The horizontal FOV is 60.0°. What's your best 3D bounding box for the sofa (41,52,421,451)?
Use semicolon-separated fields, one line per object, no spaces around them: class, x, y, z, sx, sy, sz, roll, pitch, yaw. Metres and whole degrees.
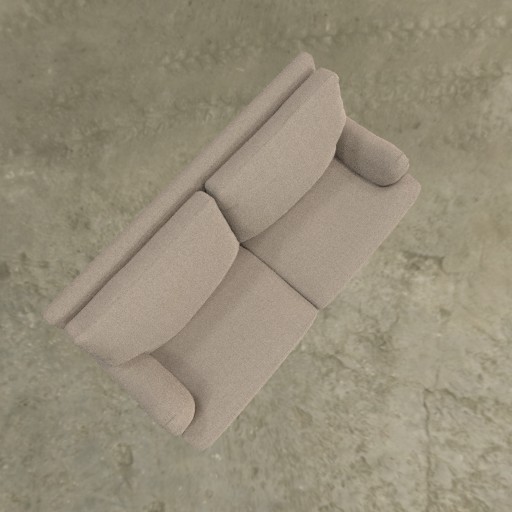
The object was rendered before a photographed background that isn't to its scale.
sofa;0.000;0.000;2.763;1.087;1.054;2.160;40;79;10
